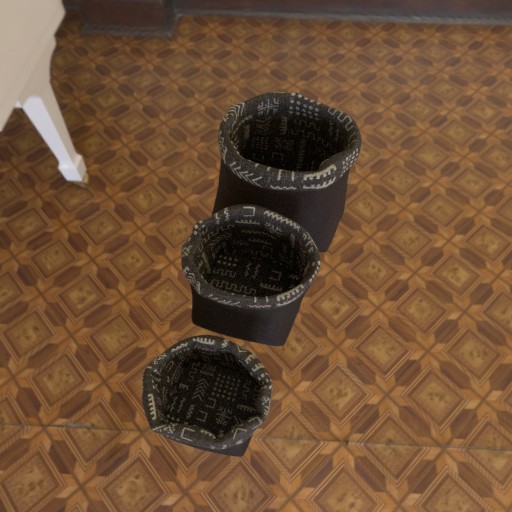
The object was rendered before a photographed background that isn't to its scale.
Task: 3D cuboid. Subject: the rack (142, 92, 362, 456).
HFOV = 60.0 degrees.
[{"bbox_3d":[0.000,0.000,1.091,0.379,0.323,0.905,13,59,8],"label":"rack"}]
